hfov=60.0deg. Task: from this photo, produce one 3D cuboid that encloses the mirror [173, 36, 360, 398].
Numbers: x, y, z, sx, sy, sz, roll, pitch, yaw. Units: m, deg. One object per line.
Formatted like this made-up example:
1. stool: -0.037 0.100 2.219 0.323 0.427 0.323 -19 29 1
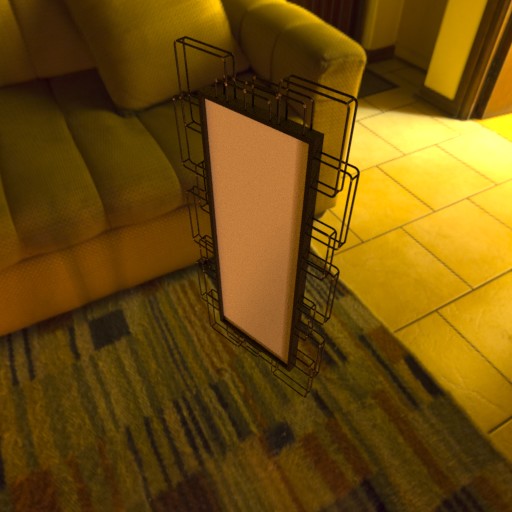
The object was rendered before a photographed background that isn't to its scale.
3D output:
1. mirror: 0.000 0.000 1.388 0.565 1.192 0.037 32 54 27
